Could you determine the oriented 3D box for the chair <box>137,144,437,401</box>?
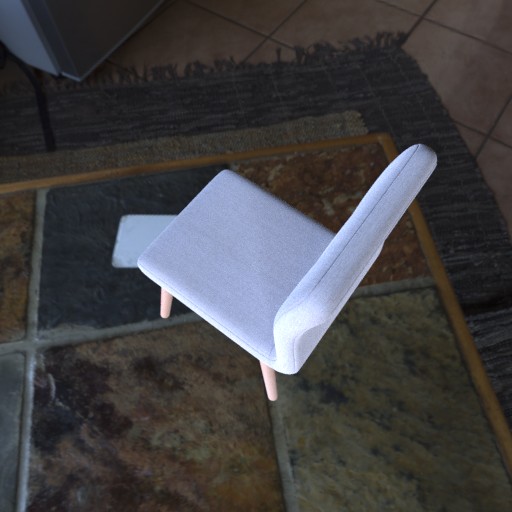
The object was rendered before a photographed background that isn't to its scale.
[{"bbox_3d":[0.000,0.000,1.181,0.550,0.885,0.435,34,69,15],"label":"chair"}]
